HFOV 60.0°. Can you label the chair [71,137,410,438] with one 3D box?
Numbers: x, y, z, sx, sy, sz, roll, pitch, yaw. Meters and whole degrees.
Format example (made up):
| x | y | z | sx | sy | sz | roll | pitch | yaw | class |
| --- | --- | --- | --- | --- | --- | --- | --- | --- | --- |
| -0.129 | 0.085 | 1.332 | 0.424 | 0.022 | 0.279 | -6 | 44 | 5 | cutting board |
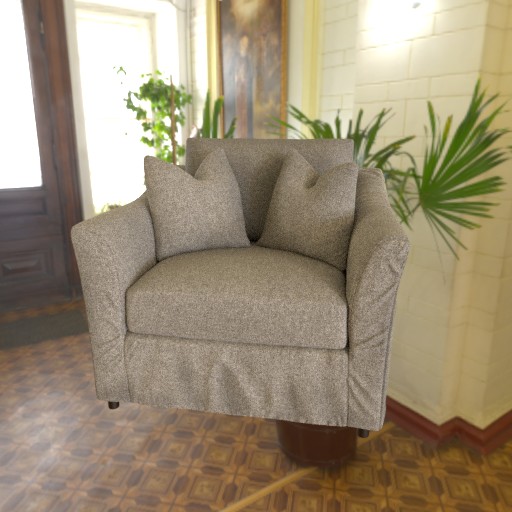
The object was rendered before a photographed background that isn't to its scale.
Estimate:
| x | y | z | sx | sy | sz | roll | pitch | yaw | class |
| --- | --- | --- | --- | --- | --- | --- | --- | --- | --- |
| 0.000 | 0.000 | 2.044 | 1.194 | 1.059 | 1.071 | 3 | 15 | 10 | chair |
